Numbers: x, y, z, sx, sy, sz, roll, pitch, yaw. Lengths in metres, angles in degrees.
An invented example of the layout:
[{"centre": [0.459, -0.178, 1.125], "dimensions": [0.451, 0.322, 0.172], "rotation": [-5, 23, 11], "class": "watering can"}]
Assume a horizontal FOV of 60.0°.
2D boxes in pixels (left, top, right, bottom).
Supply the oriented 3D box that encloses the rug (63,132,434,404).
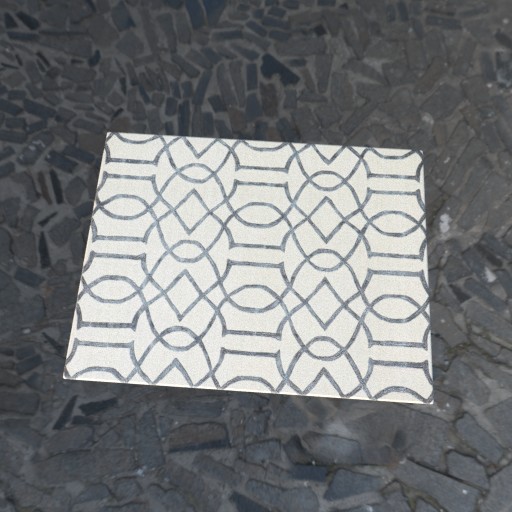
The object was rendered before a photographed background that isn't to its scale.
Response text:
[{"centre": [0.000, 0.000, 3.777], "dimensions": [2.910, 0.021, 2.211], "rotation": [4, 74, 1], "class": "rug"}]
